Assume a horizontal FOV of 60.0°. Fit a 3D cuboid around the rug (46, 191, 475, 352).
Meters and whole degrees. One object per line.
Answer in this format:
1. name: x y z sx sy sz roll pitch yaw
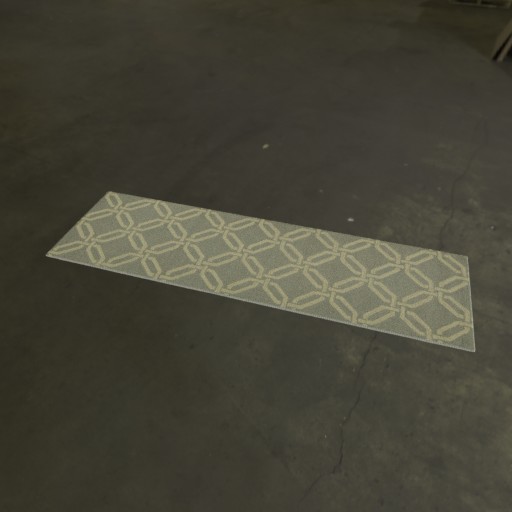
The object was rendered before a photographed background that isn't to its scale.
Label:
1. rug: 0.000 0.000 2.491 2.276 0.014 0.678 11 43 13
